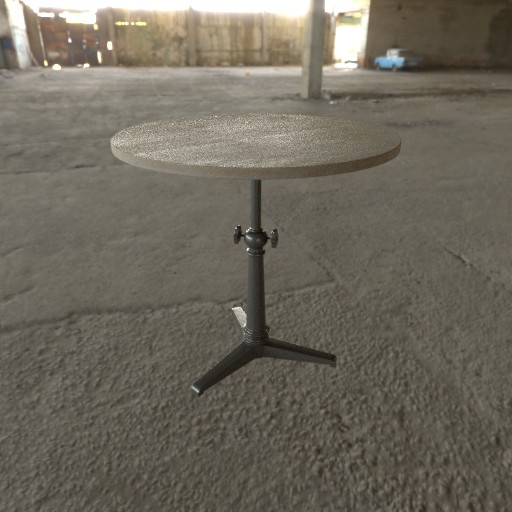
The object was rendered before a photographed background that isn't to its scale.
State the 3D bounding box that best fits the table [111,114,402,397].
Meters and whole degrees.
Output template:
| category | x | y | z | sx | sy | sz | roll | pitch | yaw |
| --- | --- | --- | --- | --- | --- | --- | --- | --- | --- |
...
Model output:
| category | x | y | z | sx | sy | sz | roll | pitch | yaw |
| --- | --- | --- | --- | --- | --- | --- | --- | --- | --- |
| table | 0.000 | 0.000 | 1.437 | 0.800 | 0.780 | 0.800 | 0 | 25 | 0 |
